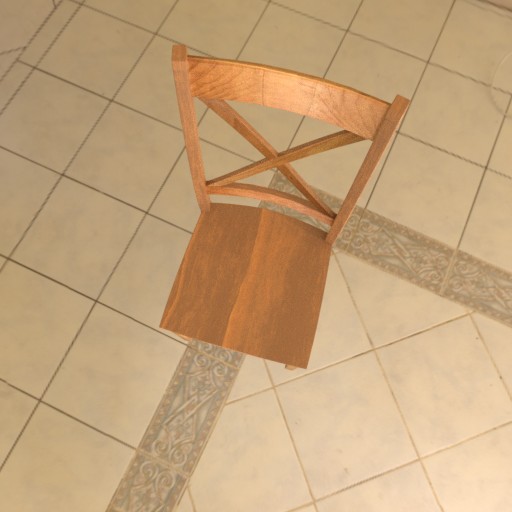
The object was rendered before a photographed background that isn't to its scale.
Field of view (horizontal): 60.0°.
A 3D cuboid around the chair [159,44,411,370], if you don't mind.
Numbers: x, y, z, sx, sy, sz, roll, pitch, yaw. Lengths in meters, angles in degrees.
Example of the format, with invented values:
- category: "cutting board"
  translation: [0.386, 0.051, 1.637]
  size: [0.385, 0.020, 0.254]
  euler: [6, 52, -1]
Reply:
- category: "chair"
  translation: [0.000, 0.000, 1.282]
  size: [0.485, 0.983, 0.542]
  euler: [15, 75, 4]
